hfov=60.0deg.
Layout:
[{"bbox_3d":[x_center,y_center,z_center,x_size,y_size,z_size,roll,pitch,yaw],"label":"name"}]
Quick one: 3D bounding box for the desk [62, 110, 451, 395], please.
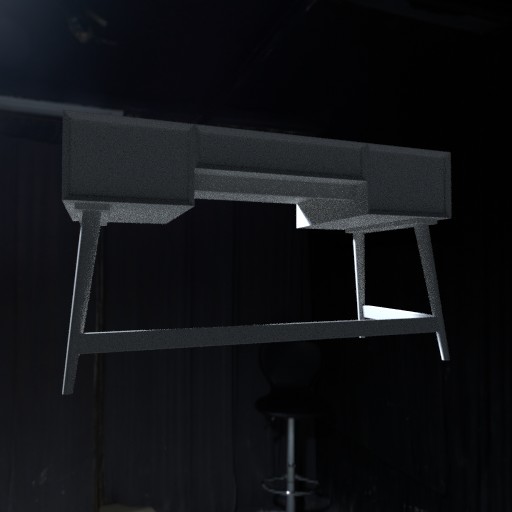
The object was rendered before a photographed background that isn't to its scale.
[{"bbox_3d":[0.000,0.000,1.680,1.313,0.762,0.589,1,-1,-20],"label":"desk"}]
